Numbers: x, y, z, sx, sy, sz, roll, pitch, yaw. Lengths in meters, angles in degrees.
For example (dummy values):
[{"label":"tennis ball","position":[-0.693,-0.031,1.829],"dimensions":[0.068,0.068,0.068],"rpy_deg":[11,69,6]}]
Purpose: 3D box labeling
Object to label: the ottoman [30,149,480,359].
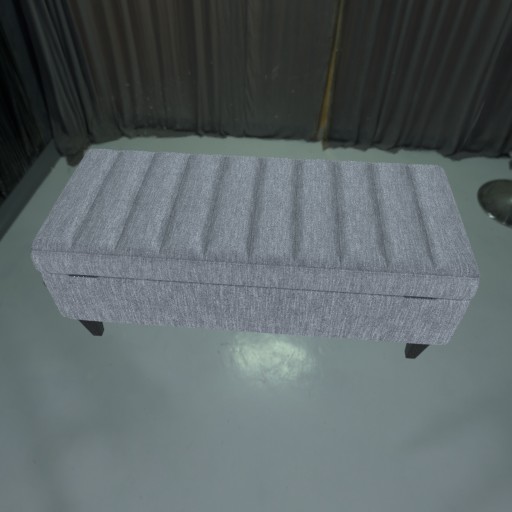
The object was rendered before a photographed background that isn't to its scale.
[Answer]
[{"label":"ottoman","position":[0.000,0.000,1.409],"dimensions":[1.151,0.469,0.482],"rpy_deg":[3,47,3]}]
